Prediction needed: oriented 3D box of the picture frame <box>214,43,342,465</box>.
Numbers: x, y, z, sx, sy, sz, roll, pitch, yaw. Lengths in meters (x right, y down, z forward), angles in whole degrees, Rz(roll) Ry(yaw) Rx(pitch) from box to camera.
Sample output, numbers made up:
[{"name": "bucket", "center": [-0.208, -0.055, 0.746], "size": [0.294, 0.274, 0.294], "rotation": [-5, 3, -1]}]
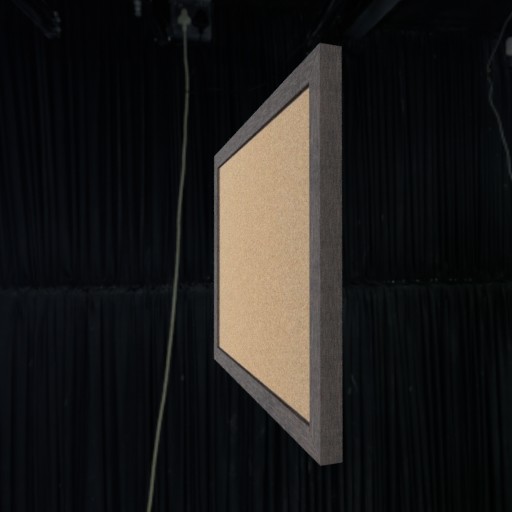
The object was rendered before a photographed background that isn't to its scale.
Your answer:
[{"name": "picture frame", "center": [0.000, 0.000, 0.742], "size": [0.026, 0.455, 0.546], "rotation": [0, -1, -17]}]
